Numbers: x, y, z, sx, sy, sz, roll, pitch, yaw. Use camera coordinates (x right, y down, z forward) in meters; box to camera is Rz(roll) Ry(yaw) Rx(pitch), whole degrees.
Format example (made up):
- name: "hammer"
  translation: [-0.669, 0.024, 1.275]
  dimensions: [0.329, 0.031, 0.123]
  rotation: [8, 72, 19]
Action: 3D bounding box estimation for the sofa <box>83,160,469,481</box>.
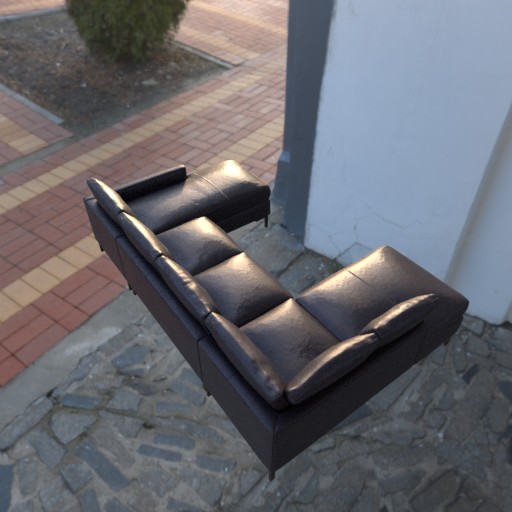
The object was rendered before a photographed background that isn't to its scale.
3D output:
- name: "sofa"
  translation: [0.000, 0.000, 3.885]
  dimensions: [1.939, 0.900, 2.956]
  rotation: [-26, 48, -27]
